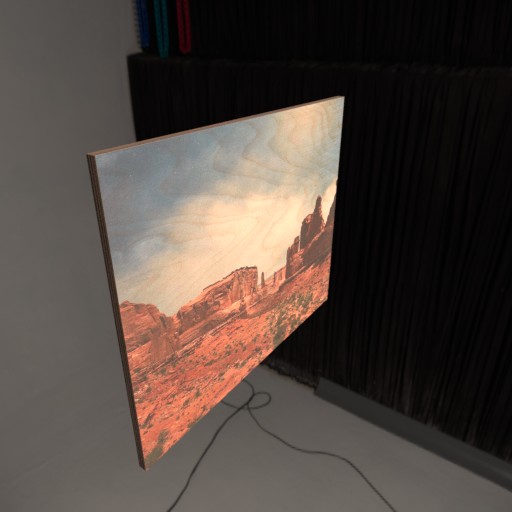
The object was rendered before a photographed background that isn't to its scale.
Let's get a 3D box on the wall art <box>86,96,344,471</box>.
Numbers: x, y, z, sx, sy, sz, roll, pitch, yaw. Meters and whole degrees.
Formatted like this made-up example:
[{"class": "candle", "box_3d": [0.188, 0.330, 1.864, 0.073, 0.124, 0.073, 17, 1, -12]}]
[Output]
[{"class": "wall art", "box_3d": [0.000, 0.000, 0.667, 0.013, 0.406, 0.508, 17, 31, 31]}]
